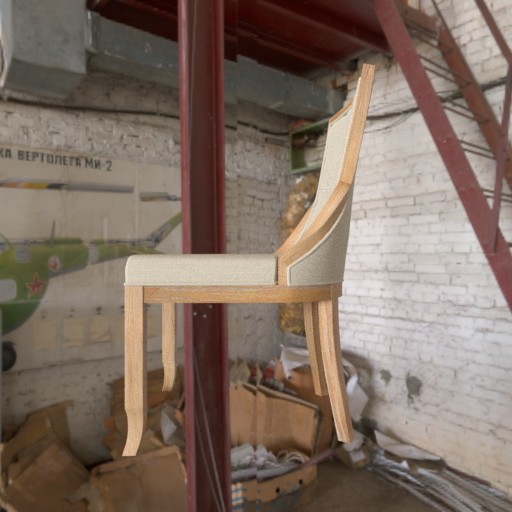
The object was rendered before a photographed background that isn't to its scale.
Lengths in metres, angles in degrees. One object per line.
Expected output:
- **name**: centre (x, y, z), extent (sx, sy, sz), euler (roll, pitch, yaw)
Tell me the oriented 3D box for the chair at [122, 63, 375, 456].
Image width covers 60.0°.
- **chair**: centre (0.000, 0.000, 1.310), extent (0.641, 0.947, 0.524), euler (0, 0, -1)
